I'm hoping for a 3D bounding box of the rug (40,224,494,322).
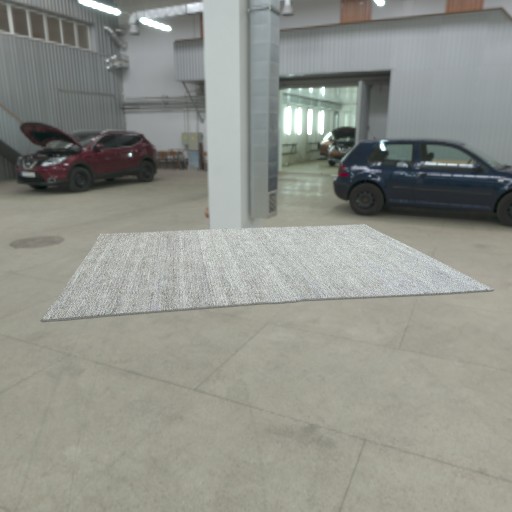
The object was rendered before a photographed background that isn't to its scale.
[{"bbox_3d":[0.000,0.000,4.180,3.202,0.045,2.434,-3,16,-9],"label":"rug"}]
